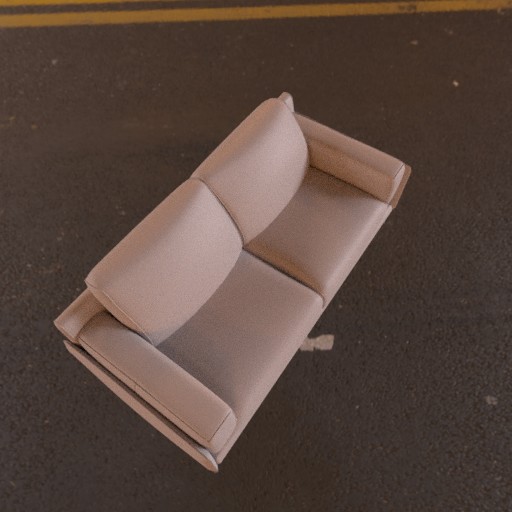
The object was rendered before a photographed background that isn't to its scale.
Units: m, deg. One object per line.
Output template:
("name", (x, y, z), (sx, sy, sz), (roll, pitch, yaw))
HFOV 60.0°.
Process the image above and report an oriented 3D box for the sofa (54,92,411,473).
("sofa", (0.000, 0.000, 2.589), (1.049, 0.930, 2.101), (31, 64, 17))
